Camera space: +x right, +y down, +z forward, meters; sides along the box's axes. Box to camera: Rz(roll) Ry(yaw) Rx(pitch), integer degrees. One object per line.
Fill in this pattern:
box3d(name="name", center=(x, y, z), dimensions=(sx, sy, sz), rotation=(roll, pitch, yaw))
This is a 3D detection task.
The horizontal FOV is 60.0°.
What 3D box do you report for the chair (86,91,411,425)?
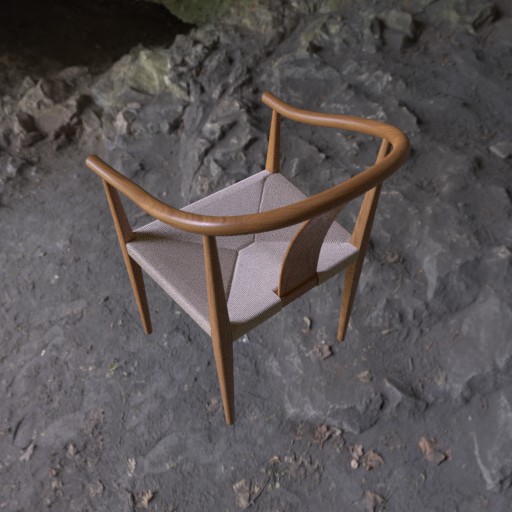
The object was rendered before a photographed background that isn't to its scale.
box3d(name="chair", center=(0.000, 0.000, 1.173), dimensions=(0.556, 0.800, 0.579), rotation=(-30, 52, -26))
